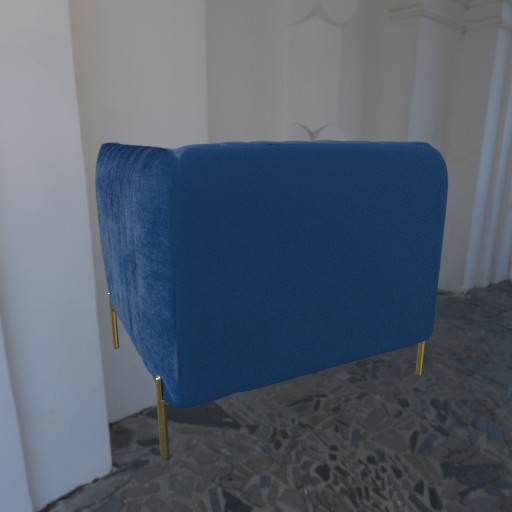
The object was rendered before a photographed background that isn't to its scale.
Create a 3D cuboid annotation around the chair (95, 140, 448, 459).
[{"bbox_3d":[0.000,0.000,1.557,0.947,0.793,0.877,-8,17,-26],"label":"chair"}]
